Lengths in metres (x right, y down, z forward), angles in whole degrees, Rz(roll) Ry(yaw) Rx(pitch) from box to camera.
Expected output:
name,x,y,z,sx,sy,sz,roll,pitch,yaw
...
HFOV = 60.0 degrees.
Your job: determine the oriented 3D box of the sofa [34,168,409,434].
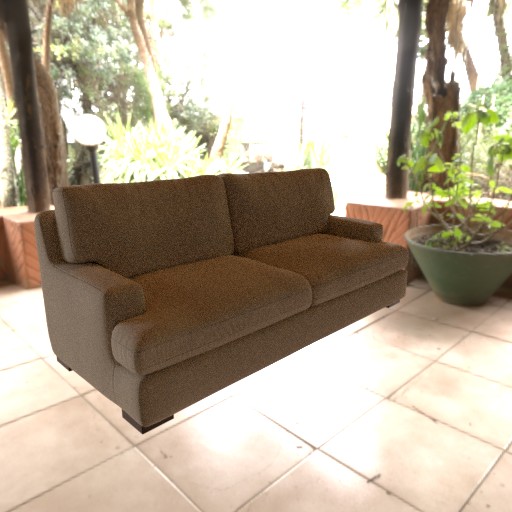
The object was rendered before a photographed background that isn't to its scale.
name,x,y,z,sx,sy,sz,roll,pitch,yaw
sofa,0.000,0.000,2.611,2.147,0.925,0.929,-14,20,-43
